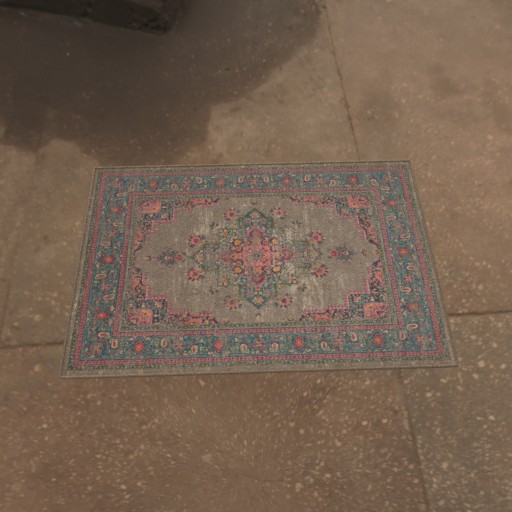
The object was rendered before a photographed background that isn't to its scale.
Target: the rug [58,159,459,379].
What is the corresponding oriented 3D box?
[{"bbox_3d":[0.000,0.000,2.185,1.748,0.014,1.144,-2,63,-1],"label":"rug"}]
